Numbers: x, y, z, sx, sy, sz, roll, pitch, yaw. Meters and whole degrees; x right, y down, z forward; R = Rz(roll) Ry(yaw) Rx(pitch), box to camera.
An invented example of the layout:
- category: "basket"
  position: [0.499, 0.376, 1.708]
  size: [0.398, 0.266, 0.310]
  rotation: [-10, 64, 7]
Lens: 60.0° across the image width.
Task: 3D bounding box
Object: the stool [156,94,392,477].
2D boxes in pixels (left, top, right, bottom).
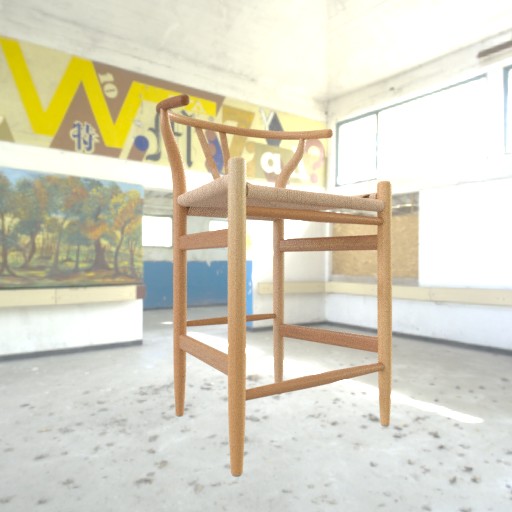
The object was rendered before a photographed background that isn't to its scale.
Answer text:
- category: "stool"
  position: [0.000, 0.000, 1.290]
  size: [0.536, 0.923, 0.575]
  rotation: [0, -1, -35]
